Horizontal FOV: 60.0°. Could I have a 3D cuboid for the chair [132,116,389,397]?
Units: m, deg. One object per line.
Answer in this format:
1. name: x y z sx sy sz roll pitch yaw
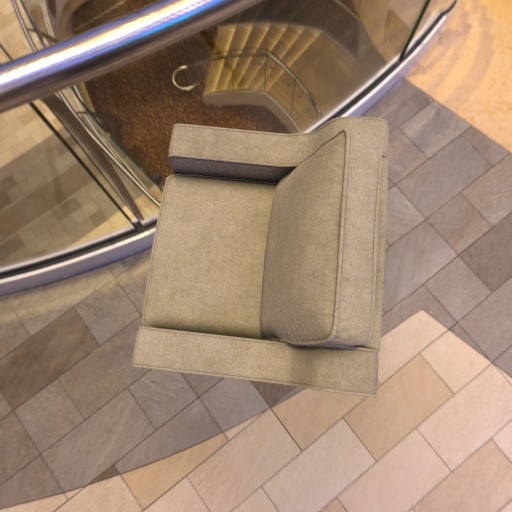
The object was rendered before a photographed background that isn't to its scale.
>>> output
1. chair: 0.000 0.000 1.719 0.840 0.944 0.926 6 76 2
